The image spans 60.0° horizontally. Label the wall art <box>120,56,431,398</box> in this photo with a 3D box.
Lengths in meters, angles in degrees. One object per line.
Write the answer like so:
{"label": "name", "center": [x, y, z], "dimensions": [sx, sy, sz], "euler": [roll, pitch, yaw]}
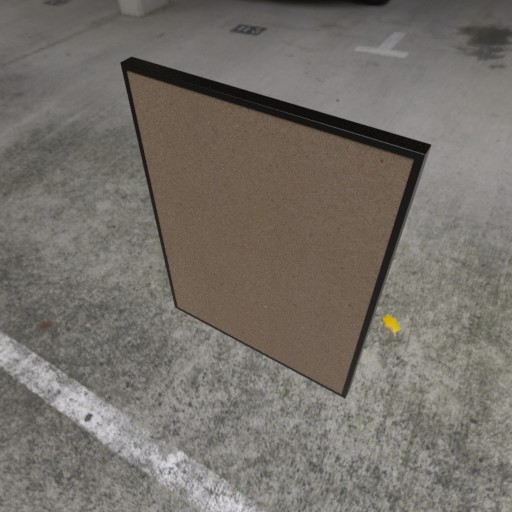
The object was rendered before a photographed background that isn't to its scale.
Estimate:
{"label": "wall art", "center": [0.000, 0.000, 1.385], "dimensions": [0.788, 1.046, 0.043], "euler": [24, 51, 21]}
